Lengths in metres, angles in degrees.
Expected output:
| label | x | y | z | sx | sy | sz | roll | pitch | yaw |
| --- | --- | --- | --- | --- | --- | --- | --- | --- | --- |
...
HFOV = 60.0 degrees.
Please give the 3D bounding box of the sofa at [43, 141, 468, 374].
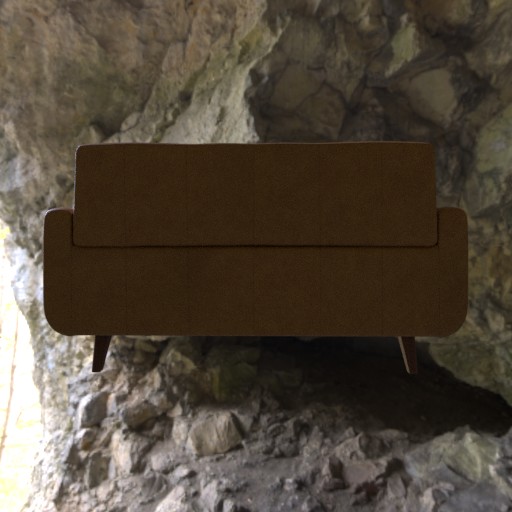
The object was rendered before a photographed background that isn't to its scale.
| label | x | y | z | sx | sy | sz | roll | pitch | yaw |
| --- | --- | --- | --- | --- | --- | --- | --- | --- | --- |
| sofa | 0.000 | 0.000 | 2.176 | 1.651 | 0.925 | 0.952 | 0 | 0 | 1 |
